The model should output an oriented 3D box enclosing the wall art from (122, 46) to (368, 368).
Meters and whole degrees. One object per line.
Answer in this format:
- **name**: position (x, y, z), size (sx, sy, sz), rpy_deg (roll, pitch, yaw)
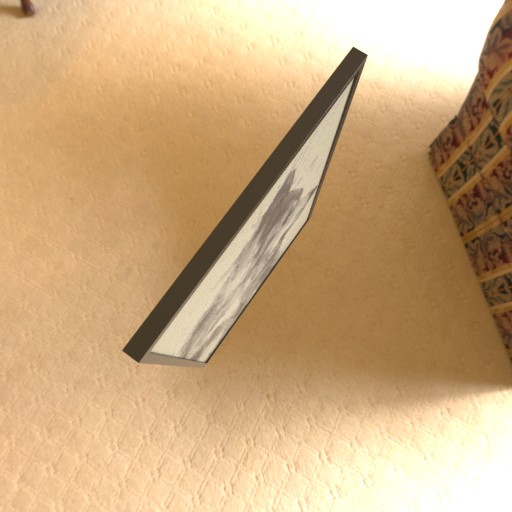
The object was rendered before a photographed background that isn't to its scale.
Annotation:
- **wall art**: position (0.000, 0.000, 1.407), size (0.039, 1.061, 0.804), rpy_deg (34, 78, 8)
